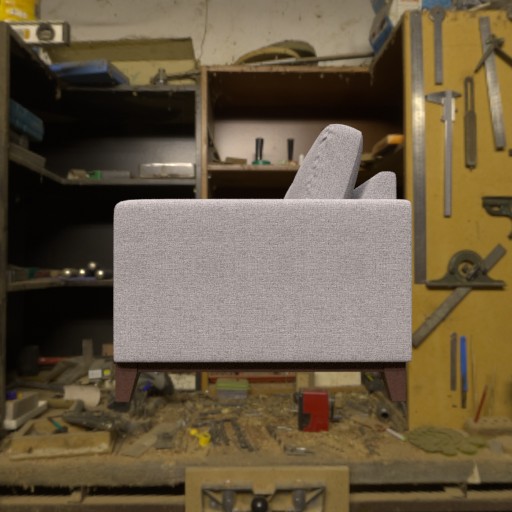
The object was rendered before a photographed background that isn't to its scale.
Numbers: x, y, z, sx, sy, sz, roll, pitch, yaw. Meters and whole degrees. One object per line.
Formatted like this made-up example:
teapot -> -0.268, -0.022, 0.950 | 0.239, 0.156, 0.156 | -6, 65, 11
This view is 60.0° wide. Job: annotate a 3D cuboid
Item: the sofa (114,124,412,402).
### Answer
sofa -> 0.000, 0.000, 2.007 | 0.917, 0.873, 1.420 | 0, 0, 0
